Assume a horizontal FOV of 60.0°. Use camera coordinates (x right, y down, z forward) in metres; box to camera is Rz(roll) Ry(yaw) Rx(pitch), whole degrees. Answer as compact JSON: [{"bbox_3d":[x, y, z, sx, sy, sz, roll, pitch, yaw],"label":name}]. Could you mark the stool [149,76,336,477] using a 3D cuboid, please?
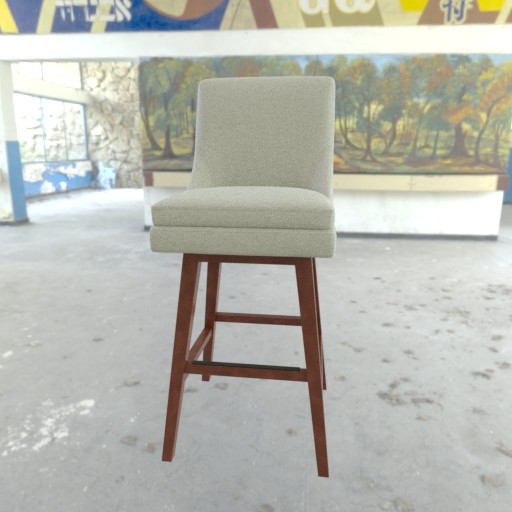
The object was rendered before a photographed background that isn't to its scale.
[{"bbox_3d":[0.000,0.000,1.347,0.470,1.092,0.559,2,14,8],"label":"stool"}]
